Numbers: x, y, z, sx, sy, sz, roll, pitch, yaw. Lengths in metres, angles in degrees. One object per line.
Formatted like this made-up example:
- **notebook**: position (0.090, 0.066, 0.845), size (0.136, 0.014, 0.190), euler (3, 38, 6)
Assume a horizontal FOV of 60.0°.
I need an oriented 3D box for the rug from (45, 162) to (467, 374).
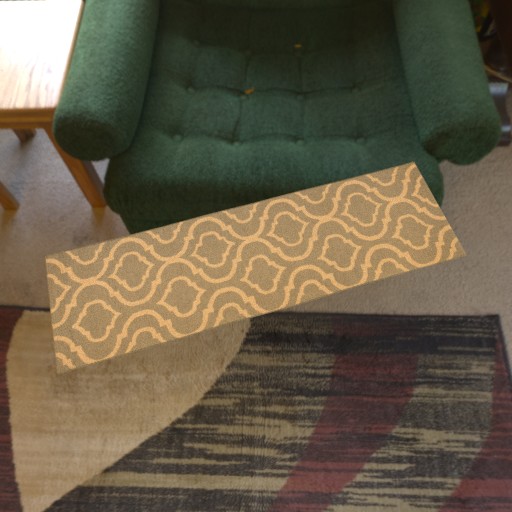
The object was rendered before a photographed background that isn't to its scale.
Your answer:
- **rug**: position (0.000, 0.000, 2.490), size (2.275, 0.009, 0.684), euler (-15, 65, -7)
